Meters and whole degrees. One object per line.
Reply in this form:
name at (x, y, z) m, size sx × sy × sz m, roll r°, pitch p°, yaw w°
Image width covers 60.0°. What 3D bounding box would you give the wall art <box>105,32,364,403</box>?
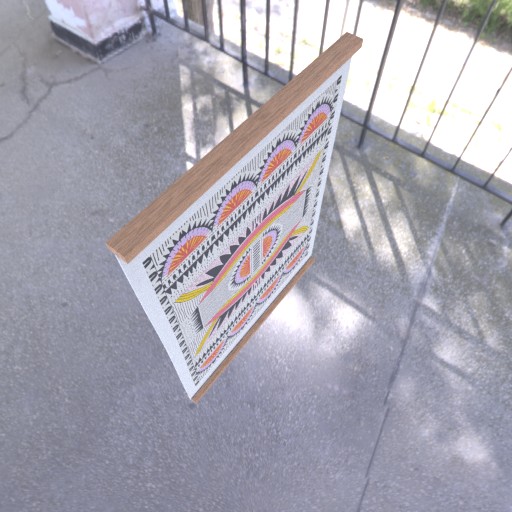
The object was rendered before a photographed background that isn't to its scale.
wall art at (0.000, 0.000, 0.791) m, size 0.028 × 0.609 × 0.456 m, roll 34°, pitch 64°, yaw 19°
